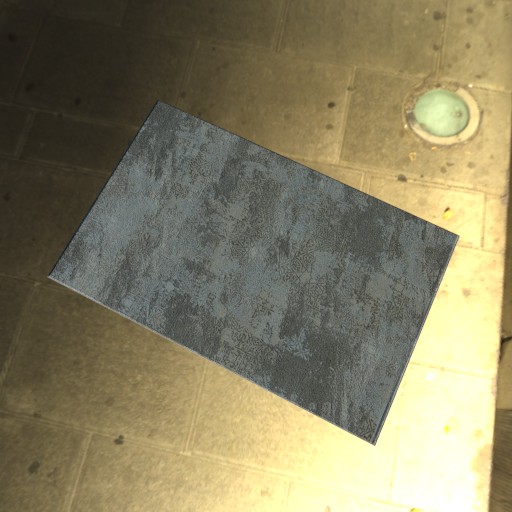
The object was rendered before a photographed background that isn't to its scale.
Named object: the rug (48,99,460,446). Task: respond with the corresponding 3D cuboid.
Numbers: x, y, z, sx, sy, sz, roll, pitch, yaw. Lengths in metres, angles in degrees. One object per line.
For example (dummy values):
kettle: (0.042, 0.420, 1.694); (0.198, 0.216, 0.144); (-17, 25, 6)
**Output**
rug: (0.000, 0.000, 3.073); (2.431, 0.012, 1.536); (26, 77, 6)
